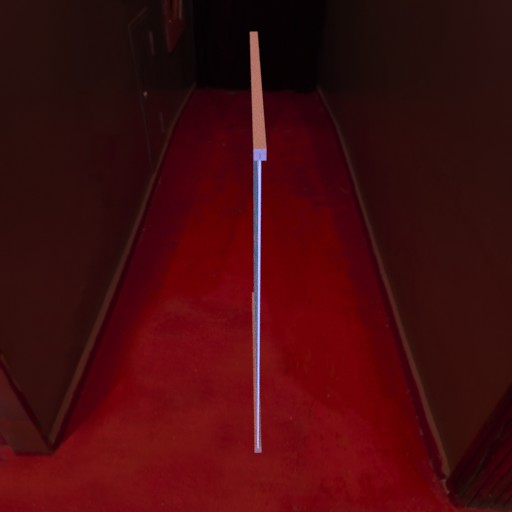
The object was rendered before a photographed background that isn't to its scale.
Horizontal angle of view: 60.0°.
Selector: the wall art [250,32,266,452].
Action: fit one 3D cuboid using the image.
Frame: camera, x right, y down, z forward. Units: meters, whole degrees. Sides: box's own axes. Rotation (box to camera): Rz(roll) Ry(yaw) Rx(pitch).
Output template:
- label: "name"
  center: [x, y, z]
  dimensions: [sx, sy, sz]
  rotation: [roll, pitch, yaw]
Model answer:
- label: "wall art"
  center: [0.000, 0.000, 1.901]
  dimensions: [0.030, 1.519, 0.990]
  rotation: [-1, 41, -1]
